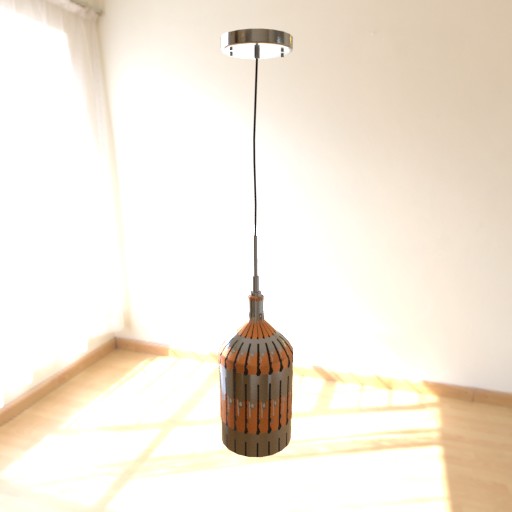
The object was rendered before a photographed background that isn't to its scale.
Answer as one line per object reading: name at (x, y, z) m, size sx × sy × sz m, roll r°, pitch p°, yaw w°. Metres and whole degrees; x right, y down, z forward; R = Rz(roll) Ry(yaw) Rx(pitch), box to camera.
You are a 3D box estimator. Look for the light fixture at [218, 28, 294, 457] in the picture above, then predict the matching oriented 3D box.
light fixture at (0.000, 0.000, 1.696) m, size 0.303 × 1.535 × 0.303 m, roll 0°, pitch 13°, yaw 0°
